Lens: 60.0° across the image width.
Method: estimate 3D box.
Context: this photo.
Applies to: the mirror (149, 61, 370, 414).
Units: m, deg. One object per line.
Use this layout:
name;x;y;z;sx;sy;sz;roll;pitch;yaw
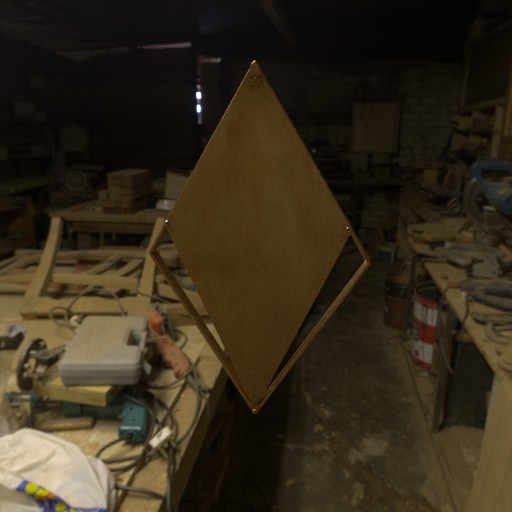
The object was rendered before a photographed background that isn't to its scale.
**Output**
mirror;0.000;0.000;0.838;0.419;0.679;0.032;3;16;9
